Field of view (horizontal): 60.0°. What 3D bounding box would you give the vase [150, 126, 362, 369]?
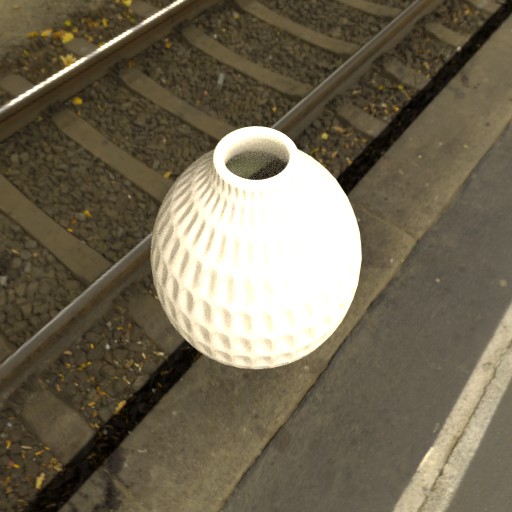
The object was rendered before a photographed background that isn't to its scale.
[{"bbox_3d":[0.000,0.000,0.348,0.162,0.223,0.162,0,58,0],"label":"vase"}]
